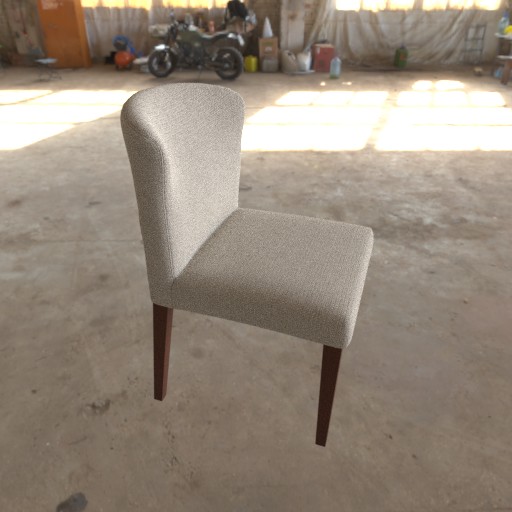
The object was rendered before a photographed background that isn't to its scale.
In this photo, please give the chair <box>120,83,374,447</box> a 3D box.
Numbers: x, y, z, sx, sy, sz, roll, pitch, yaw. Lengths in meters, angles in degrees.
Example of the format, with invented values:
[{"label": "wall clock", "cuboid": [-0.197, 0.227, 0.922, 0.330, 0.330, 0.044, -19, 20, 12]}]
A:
[{"label": "chair", "cuboid": [0.000, 0.000, 1.210, 0.589, 0.839, 0.491, 10, 33, 16]}]
